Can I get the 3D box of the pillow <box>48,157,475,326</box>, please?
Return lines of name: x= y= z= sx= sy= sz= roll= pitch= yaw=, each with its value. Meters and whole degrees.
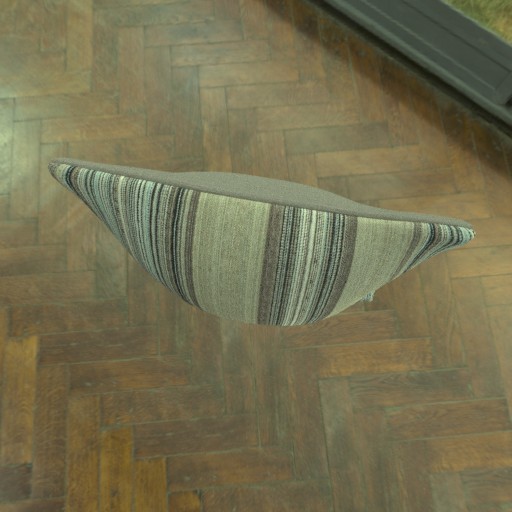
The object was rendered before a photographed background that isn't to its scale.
pillow: x=0.000 y=0.000 z=0.633 sx=0.435 sy=0.416 sz=0.189 roll=9 pitch=76 yaw=2
